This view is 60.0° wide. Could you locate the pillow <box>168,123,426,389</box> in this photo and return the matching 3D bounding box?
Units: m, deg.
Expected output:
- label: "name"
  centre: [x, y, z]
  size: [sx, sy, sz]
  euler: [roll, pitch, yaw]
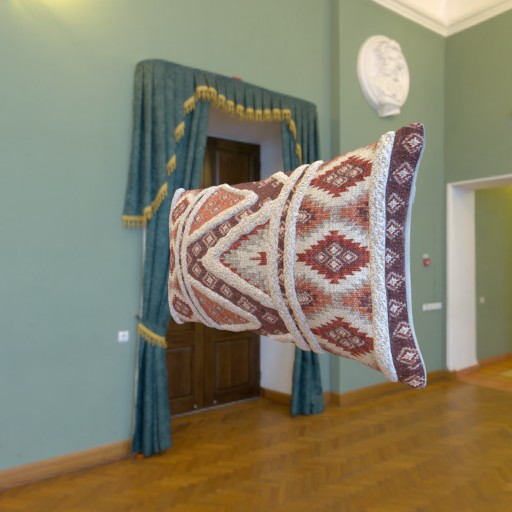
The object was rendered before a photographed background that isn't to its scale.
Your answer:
- label: "pillow"
  centre: [0.000, 0.000, 0.726]
  size: [0.161, 0.295, 0.608]
  euler: [0, 0, -37]
